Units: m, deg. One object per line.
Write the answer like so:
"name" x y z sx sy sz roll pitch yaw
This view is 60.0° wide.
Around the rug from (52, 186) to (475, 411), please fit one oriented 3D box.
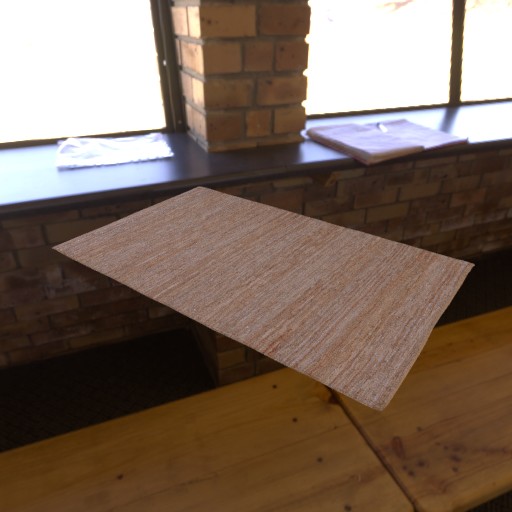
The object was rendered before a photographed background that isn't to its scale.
"rug" 0.000 0.000 3.007 2.446 0.009 1.529 20 35 31
